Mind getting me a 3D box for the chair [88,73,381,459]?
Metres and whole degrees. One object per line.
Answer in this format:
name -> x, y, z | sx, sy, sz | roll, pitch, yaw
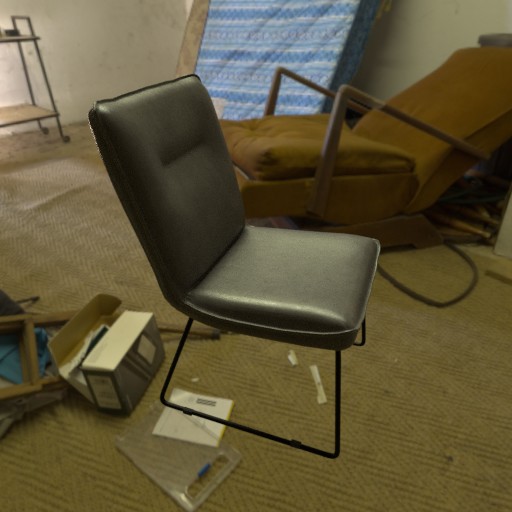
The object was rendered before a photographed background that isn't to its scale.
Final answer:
chair -> 0.000, 0.000, 1.323 | 0.688, 0.932, 0.515 | 11, 32, 17
